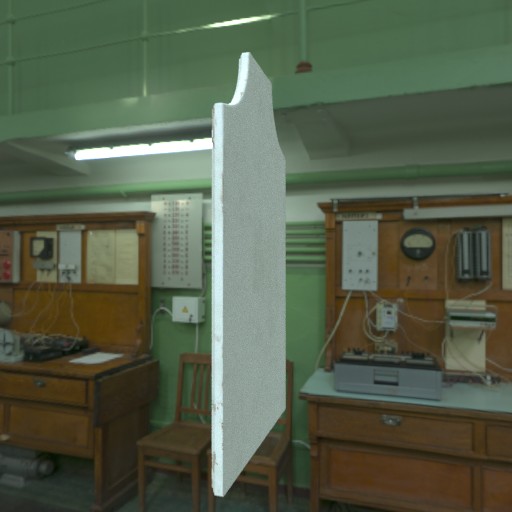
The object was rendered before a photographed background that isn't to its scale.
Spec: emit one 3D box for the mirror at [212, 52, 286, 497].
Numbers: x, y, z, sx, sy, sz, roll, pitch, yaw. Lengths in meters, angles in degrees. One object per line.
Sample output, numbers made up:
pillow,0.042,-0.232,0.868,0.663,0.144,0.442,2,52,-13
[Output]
mirror,0.000,0.000,0.853,0.022,0.717,0.403,0,0,17
